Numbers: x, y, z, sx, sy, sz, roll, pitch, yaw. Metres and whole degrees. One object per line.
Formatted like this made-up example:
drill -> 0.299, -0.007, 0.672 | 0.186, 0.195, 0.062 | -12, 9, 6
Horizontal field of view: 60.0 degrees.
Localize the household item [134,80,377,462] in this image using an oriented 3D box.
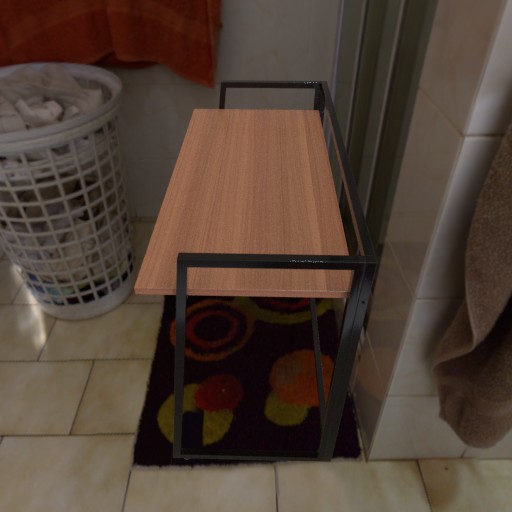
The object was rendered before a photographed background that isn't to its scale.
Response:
household item -> 0.000, 0.000, 1.559 | 0.510, 0.860, 1.050 | 1, 40, 1
